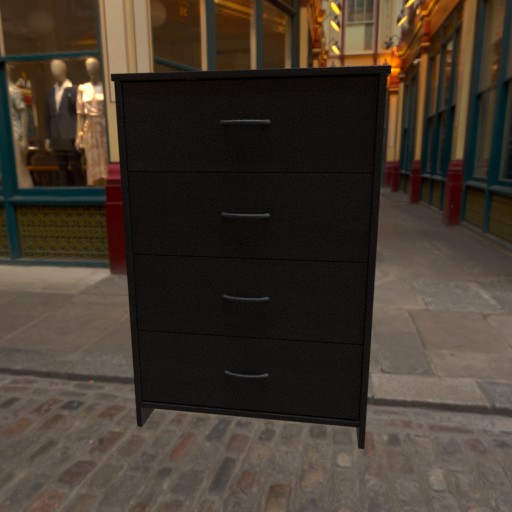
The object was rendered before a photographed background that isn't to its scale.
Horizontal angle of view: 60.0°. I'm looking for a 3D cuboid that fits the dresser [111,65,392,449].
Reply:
[{"bbox_3d":[0.000,0.000,1.377,0.700,1.020,0.398,2,13,9],"label":"dresser"}]
